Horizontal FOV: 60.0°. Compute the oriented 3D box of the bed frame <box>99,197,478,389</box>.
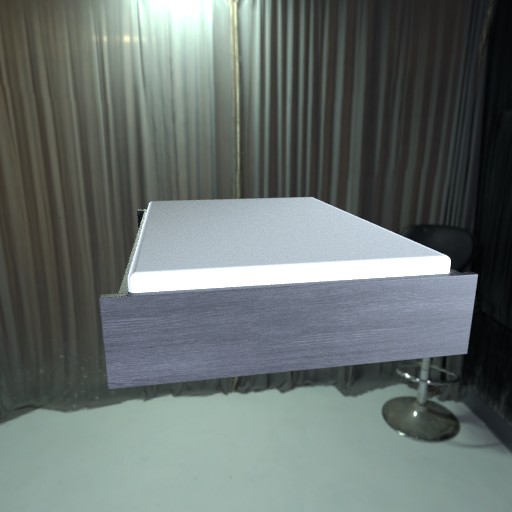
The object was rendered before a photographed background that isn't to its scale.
[{"bbox_3d":[0.000,0.000,2.652,1.490,0.432,1.950,-3,16,-10],"label":"bed frame"}]
